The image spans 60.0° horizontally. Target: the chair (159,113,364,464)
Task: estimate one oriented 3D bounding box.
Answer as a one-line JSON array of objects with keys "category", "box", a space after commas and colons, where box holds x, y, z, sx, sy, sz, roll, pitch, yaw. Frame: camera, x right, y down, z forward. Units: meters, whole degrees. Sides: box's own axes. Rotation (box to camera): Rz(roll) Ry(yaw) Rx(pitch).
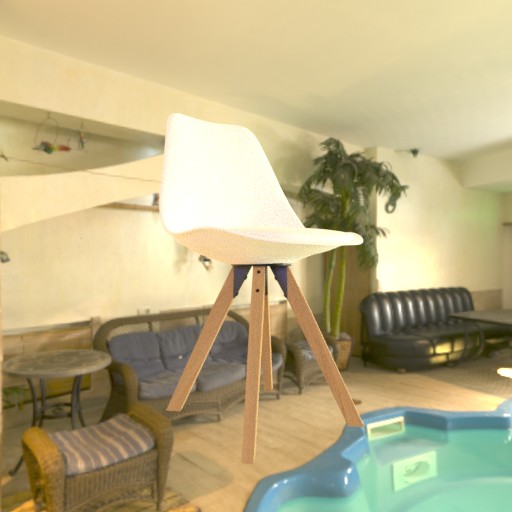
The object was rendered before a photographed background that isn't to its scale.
[{"category": "chair", "box": [0.000, 0.000, 1.183, 0.485, 0.849, 0.550, 0, 0, -36]}]
